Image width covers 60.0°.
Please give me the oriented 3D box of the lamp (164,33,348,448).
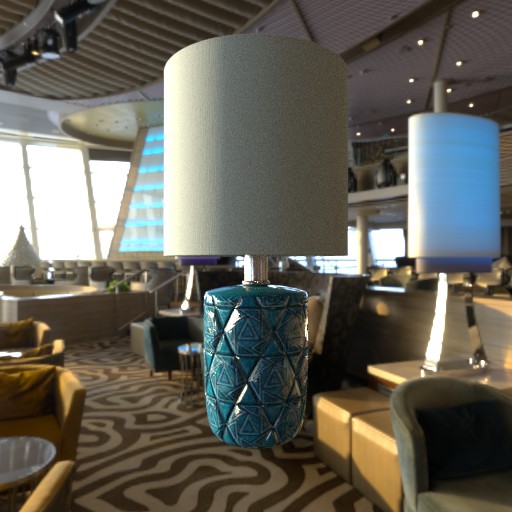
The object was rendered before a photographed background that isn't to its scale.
[{"bbox_3d":[0.000,0.000,0.472,0.193,0.377,0.193,0,-1,-19],"label":"lamp"}]
